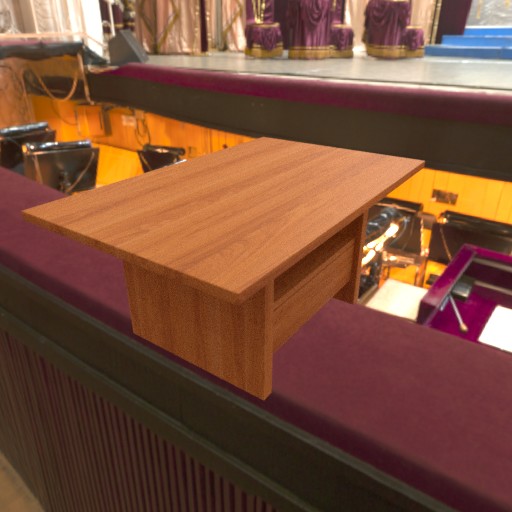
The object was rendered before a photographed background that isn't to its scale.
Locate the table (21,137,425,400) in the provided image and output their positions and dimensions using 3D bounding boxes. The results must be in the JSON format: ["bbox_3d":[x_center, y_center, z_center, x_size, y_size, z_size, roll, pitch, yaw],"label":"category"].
[{"bbox_3d":[0.000,0.000,1.473,0.700,0.510,1.100,18,32,31],"label":"table"}]
